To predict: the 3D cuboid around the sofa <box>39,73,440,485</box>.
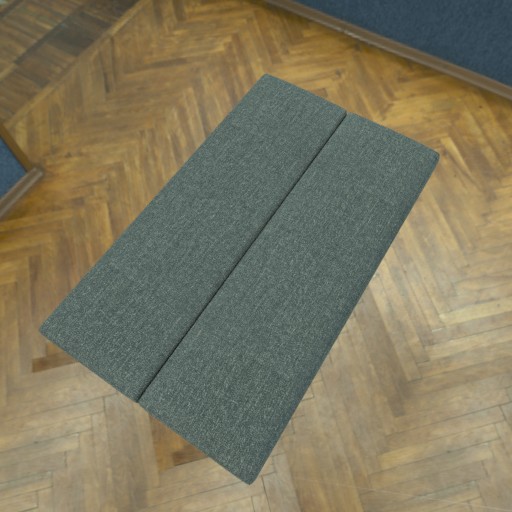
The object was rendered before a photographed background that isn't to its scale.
[{"bbox_3d":[0.000,0.000,1.552,0.782,0.417,1.198,30,68,14],"label":"sofa"}]
